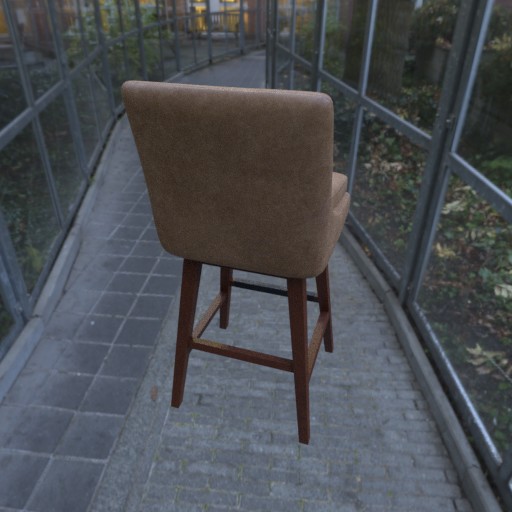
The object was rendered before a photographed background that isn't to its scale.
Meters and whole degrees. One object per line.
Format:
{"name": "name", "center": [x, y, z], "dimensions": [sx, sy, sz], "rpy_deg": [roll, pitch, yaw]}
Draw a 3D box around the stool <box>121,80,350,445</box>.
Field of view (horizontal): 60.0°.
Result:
{"name": "stool", "center": [0.000, 0.000, 1.370], "dimensions": [0.487, 1.079, 0.572], "rpy_deg": [10, 32, 16]}
